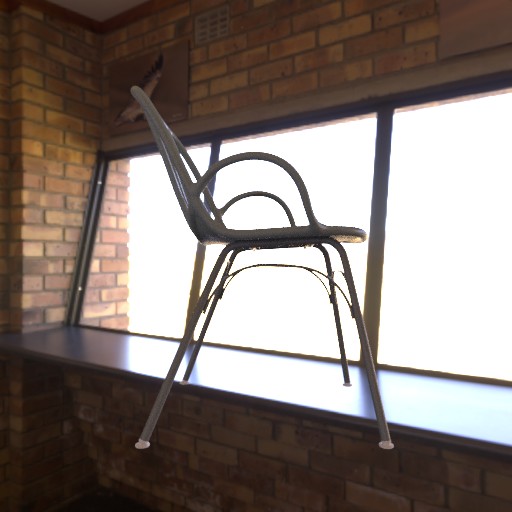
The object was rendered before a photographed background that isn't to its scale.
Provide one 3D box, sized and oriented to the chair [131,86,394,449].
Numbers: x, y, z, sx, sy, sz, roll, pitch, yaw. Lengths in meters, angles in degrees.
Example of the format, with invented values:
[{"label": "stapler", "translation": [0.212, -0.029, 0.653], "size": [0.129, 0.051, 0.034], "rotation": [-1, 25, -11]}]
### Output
[{"label": "chair", "translation": [0.000, 0.000, 1.185], "size": [0.597, 0.816, 0.549], "rotation": [0, -1, 1]}]
